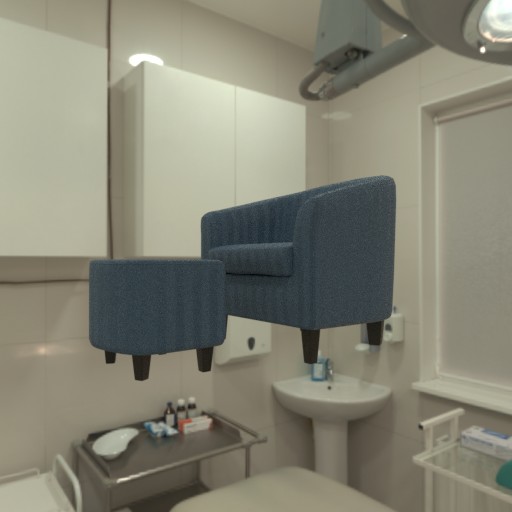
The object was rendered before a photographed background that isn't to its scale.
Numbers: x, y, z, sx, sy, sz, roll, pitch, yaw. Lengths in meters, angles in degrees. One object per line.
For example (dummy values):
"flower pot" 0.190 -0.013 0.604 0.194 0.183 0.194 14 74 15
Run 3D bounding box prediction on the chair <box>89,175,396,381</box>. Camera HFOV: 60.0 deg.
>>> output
"chair" 0.000 0.000 1.783 1.288 0.757 0.756 0 0 -37
